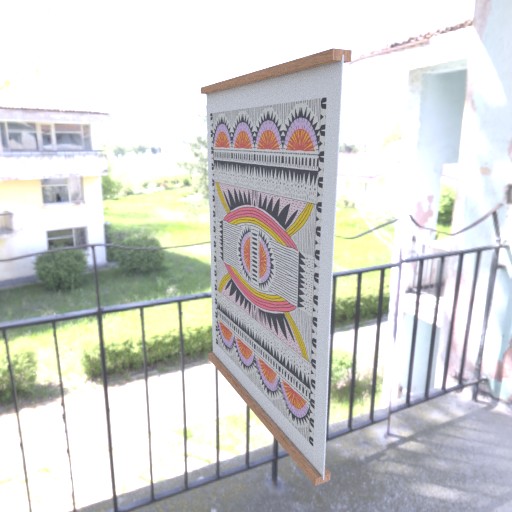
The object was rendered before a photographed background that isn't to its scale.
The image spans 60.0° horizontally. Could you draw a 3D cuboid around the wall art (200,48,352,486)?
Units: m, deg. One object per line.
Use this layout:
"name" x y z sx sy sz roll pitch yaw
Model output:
"wall art" 0.000 0.000 0.794 0.028 0.609 0.456 -7 16 -26
